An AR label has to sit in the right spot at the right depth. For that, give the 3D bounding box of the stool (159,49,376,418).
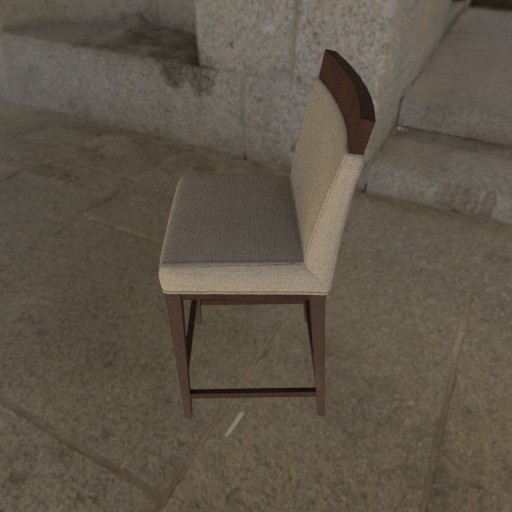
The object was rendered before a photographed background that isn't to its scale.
[{"bbox_3d":[0.000,0.000,1.428,0.531,1.117,0.511,-1,39,-1],"label":"stool"}]
